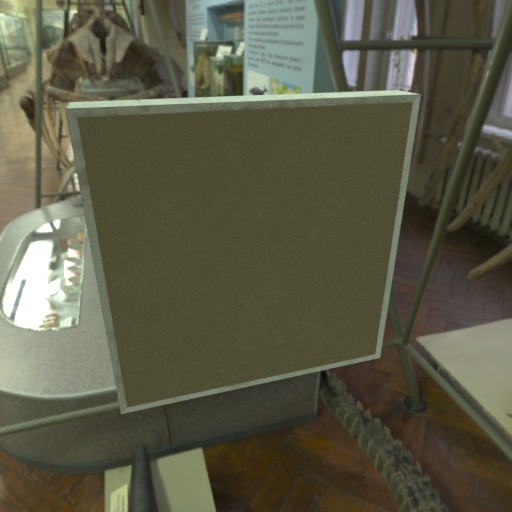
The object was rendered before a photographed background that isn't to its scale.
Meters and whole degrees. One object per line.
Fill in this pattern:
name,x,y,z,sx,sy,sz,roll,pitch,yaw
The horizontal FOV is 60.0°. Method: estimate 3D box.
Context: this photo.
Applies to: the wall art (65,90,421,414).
wall art,0.000,0.000,0.449,0.305,0.303,0.038,-8,27,-15
